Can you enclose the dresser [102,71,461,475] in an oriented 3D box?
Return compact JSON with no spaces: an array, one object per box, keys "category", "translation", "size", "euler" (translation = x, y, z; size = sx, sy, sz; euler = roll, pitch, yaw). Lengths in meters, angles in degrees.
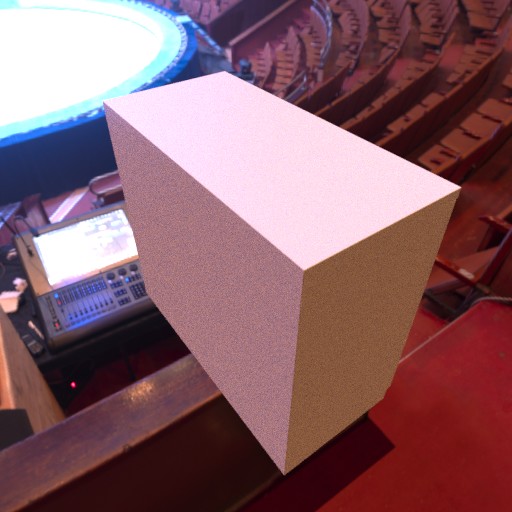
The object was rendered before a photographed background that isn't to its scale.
[{"category":"dresser","translation":[0.000,0.000,1.275],"size":[0.420,0.740,0.830],"euler":[-26,47,-26]}]
